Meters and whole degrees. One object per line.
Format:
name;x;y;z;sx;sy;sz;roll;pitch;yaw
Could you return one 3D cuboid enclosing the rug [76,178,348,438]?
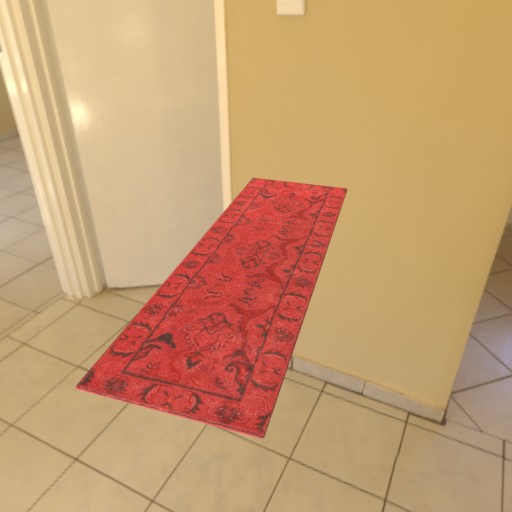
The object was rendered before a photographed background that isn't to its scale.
rug;0.000;0.000;2.720;0.813;0.018;2.439;9;33;15
